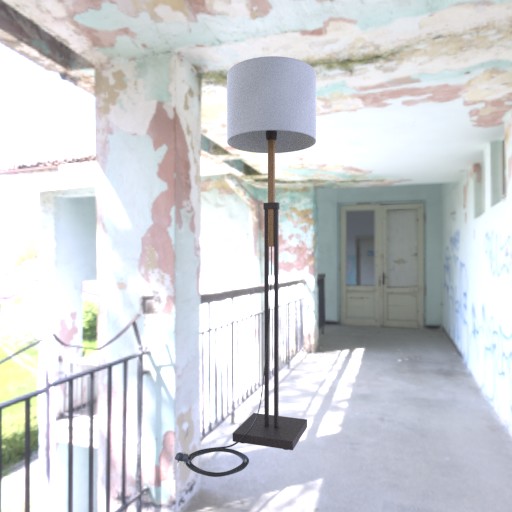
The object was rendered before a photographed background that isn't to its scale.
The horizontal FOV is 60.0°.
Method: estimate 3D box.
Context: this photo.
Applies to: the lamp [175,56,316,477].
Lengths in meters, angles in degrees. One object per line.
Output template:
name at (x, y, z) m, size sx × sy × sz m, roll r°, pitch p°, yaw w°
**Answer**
lamp at (0.000, 0.000, 1.933) m, size 0.474 × 1.650 × 0.639 m, roll 0°, pitch 0°, yaw 19°
